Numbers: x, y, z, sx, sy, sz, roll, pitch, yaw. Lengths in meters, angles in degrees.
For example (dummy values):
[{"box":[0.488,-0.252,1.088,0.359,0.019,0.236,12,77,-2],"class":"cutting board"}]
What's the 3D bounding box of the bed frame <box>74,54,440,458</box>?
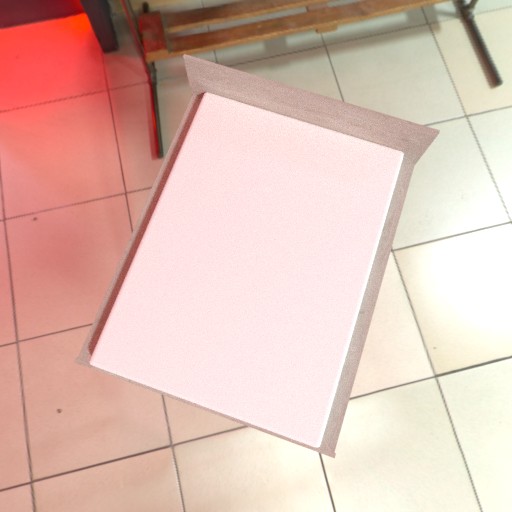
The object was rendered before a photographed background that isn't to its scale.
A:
[{"box":[0.000,0.000,2.834,1.622,0.800,1.960,19,76,5],"class":"bed frame"}]
